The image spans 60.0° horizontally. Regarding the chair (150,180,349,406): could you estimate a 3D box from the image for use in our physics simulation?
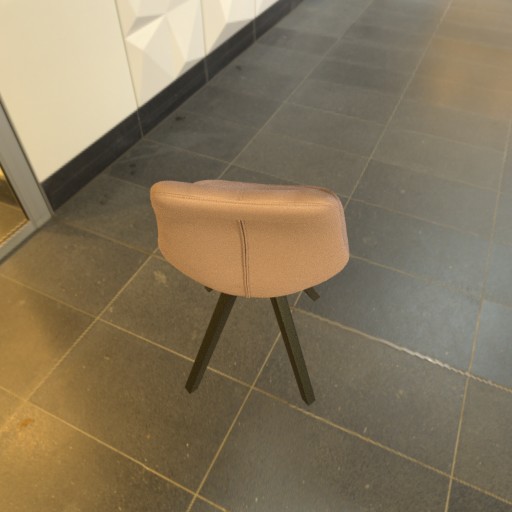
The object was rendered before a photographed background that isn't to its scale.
[{"bbox_3d":[0.000,0.000,1.223,0.483,0.865,0.547,4,47,4],"label":"chair"}]
